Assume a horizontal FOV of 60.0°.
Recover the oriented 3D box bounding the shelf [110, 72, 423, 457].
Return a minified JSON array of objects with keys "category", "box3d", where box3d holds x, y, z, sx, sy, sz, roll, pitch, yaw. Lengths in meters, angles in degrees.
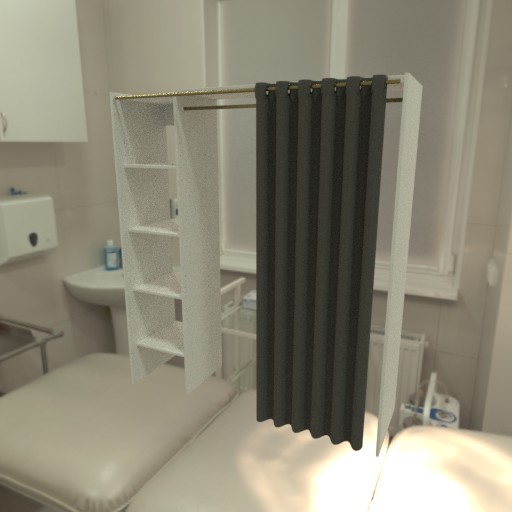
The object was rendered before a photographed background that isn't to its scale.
[{"category":"shelf","box3d":[0.000,0.000,2.548,1.600,1.810,0.500,7,16,25]}]
